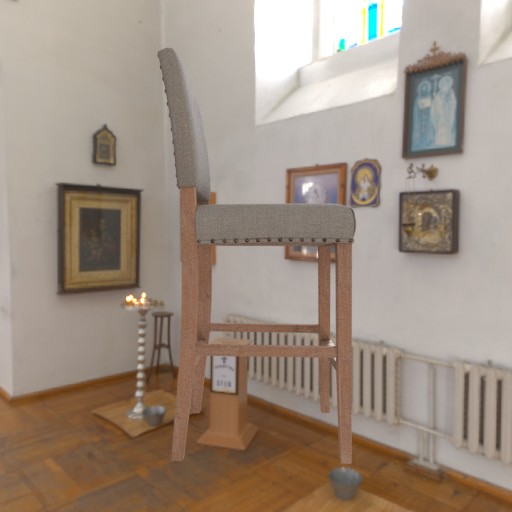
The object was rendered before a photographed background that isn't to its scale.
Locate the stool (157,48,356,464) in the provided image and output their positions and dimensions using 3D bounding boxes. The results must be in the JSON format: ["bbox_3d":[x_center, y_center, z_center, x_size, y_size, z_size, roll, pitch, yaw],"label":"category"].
[{"bbox_3d":[0.000,0.000,1.493,0.585,1.203,0.445,0,1,0],"label":"stool"}]
